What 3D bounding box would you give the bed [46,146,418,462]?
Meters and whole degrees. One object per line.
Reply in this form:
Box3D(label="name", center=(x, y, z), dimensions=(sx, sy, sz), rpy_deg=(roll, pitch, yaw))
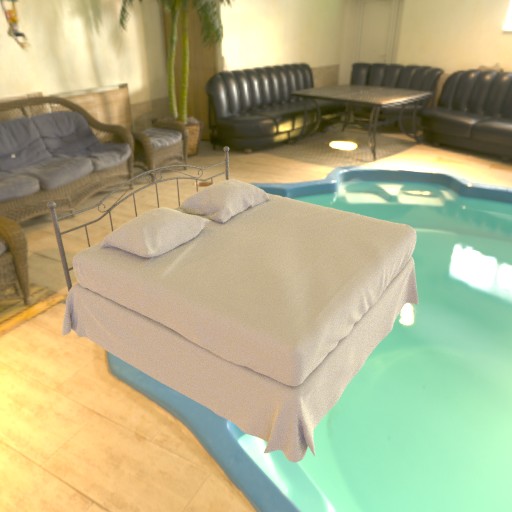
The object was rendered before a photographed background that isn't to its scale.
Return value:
Box3D(label="bed", center=(0.000, 0.000, 3.543), dimensions=(2.220, 1.080, 2.309), rpy_deg=(18, 32, 31))
